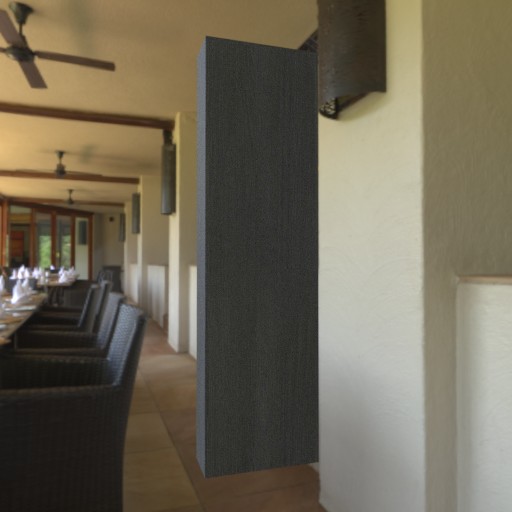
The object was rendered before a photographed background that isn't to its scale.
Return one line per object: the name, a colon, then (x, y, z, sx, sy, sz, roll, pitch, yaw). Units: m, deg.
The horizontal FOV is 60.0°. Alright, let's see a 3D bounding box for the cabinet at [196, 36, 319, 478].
cabinet: (0.000, 0.000, 1.975, 0.500, 1.790, 0.230, 0, -1, -17)
